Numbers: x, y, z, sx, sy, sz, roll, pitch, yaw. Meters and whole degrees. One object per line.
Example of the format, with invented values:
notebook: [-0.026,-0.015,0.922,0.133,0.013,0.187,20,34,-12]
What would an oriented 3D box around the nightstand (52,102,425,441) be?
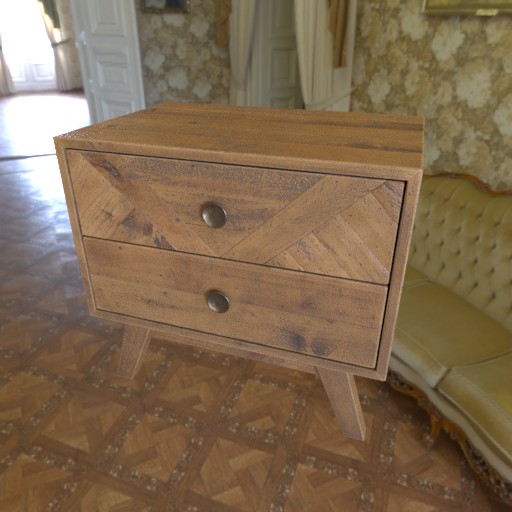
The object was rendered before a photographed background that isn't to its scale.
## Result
nightstand: [0.000,0.000,1.042,0.650,0.599,0.450,9,29,17]
